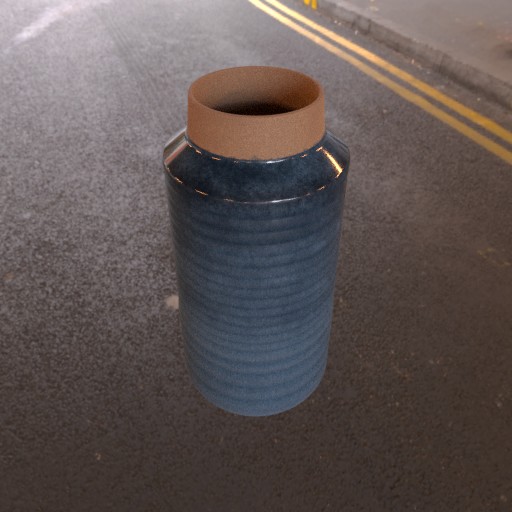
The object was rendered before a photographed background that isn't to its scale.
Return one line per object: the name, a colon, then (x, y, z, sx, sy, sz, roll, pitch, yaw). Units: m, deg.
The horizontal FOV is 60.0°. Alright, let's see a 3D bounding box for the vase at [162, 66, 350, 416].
vase: (0.000, 0.000, 0.418, 0.163, 0.316, 0.163, 0, 41, 0)
